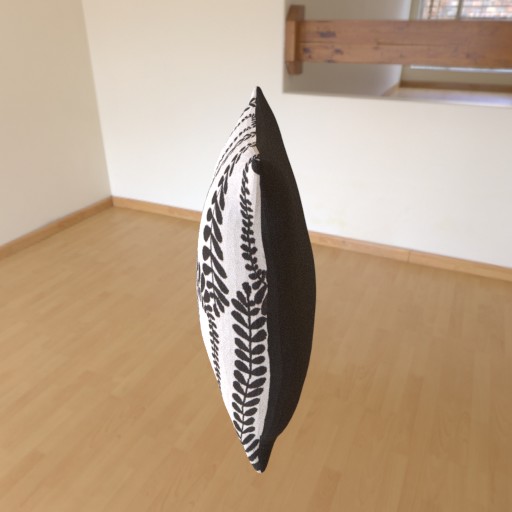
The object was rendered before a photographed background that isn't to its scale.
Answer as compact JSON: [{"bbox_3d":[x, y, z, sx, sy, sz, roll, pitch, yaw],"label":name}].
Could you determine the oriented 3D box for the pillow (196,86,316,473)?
[{"bbox_3d":[0.000,0.000,0.681,0.182,0.441,0.440,0,28,0],"label":"pillow"}]
